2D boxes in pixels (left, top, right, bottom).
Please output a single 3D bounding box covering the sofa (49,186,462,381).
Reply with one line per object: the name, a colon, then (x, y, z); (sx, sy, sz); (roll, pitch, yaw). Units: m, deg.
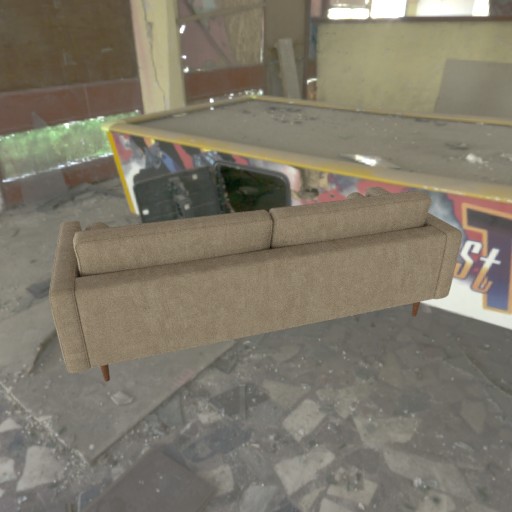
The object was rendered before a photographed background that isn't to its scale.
sofa: (0.000, 0.000, 2.673); (2.200, 0.770, 0.919); (-9, 28, -16)
